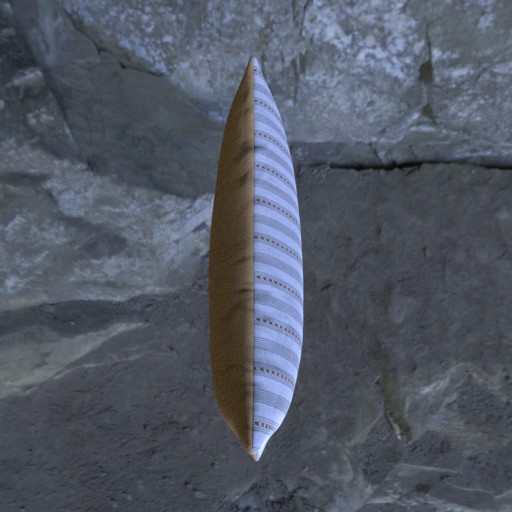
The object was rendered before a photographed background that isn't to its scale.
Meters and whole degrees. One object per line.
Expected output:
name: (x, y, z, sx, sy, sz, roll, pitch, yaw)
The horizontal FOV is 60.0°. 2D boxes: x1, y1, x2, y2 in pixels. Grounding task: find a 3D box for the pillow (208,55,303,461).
pillow: (0.000, 0.000, 0.729, 0.151, 0.291, 0.608, 0, 63, 0)
